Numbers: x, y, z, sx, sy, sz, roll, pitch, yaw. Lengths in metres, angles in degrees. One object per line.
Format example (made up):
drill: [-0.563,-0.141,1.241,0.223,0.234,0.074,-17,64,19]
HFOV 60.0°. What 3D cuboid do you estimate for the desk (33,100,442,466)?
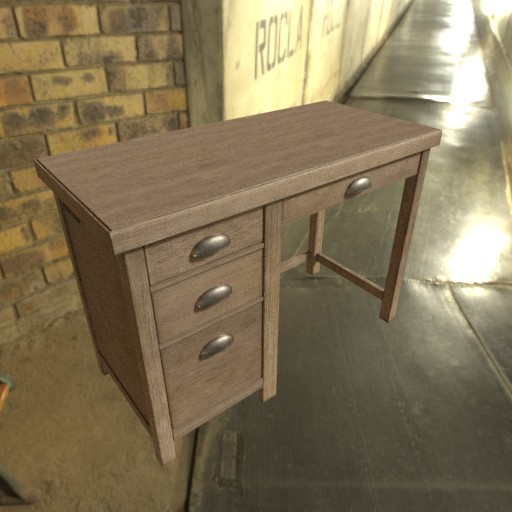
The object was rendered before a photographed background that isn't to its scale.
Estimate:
desk: [0.000,0.000,1.753,1.289,0.912,0.610,-22,38,-31]
